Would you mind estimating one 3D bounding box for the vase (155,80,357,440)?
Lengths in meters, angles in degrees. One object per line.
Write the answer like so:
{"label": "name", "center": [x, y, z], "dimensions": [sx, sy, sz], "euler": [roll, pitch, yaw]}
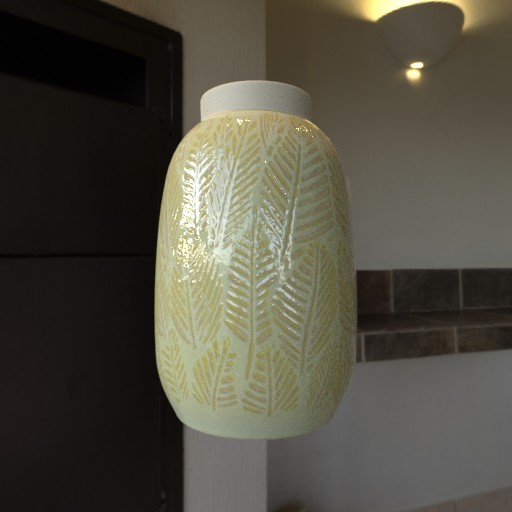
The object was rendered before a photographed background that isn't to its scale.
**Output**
{"label": "vase", "center": [0.000, 0.000, 0.387], "dimensions": [0.172, 0.270, 0.172], "euler": [0, -1, 0]}
